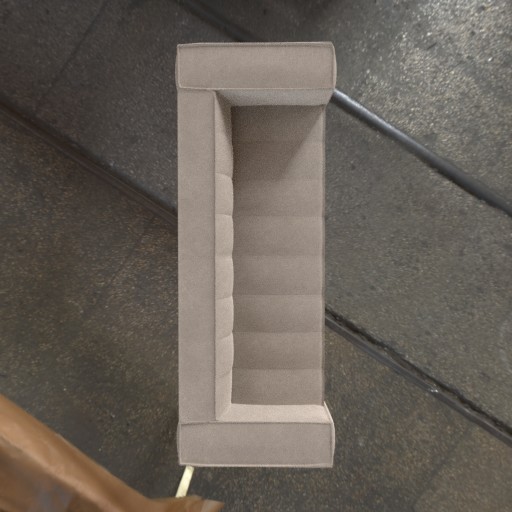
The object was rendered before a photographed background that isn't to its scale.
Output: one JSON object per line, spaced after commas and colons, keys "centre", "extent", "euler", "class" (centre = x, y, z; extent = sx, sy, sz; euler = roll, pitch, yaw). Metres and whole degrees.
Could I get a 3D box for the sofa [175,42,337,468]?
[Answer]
{"centre": [0.000, 0.000, 3.091], "extent": [1.038, 0.680, 2.697], "euler": [0, 91, 0], "class": "sofa"}
